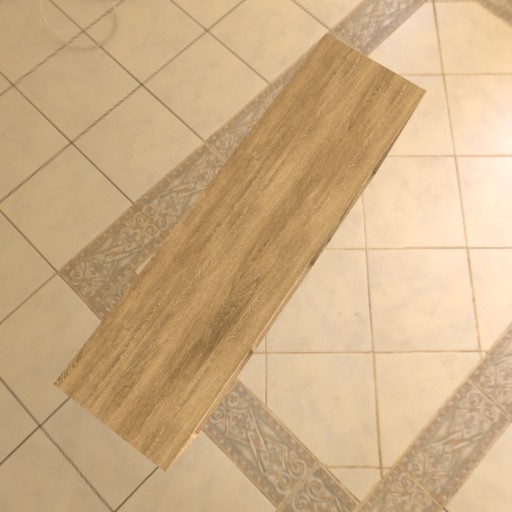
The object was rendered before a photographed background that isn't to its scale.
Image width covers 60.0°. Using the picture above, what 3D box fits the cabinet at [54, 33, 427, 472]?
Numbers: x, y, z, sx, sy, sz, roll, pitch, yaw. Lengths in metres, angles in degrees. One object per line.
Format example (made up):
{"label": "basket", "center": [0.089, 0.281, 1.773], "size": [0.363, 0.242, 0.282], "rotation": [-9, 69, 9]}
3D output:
{"label": "cabinet", "center": [0.000, 0.000, 1.954], "size": [0.450, 0.870, 1.600], "rotation": [34, 78, 8]}
